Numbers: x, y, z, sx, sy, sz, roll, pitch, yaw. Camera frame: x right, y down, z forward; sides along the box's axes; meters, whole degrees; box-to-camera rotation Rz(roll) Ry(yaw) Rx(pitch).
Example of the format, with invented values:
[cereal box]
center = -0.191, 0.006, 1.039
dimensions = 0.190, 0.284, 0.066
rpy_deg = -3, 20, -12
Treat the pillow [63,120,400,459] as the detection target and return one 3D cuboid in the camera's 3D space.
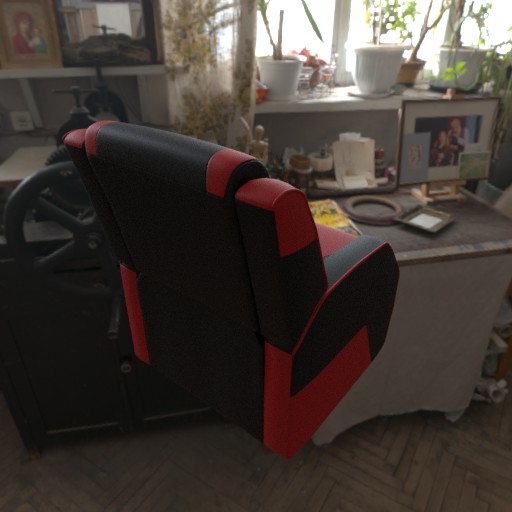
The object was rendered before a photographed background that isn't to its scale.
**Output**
[pillow]
center = 0.000, 0.000, 1.248
dimensions = 0.620, 0.805, 0.672
rpy_deg = 22, 37, 33
